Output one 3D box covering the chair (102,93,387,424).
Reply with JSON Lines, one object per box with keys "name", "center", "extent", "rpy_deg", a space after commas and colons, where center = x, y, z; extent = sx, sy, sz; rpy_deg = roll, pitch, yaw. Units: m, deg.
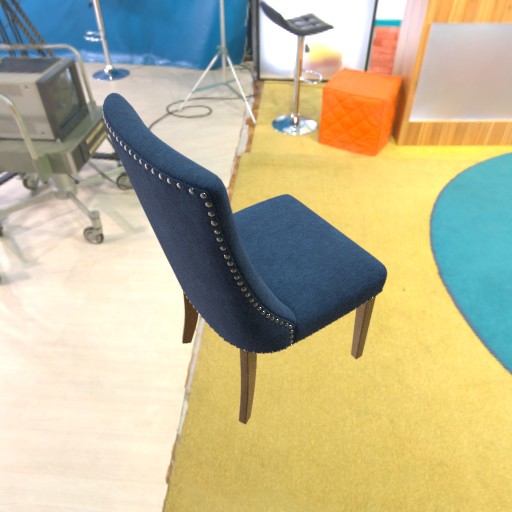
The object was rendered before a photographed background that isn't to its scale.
{"name": "chair", "center": [0.000, 0.000, 1.259], "extent": [0.610, 0.902, 0.495], "rpy_deg": [-24, 47, -25]}
